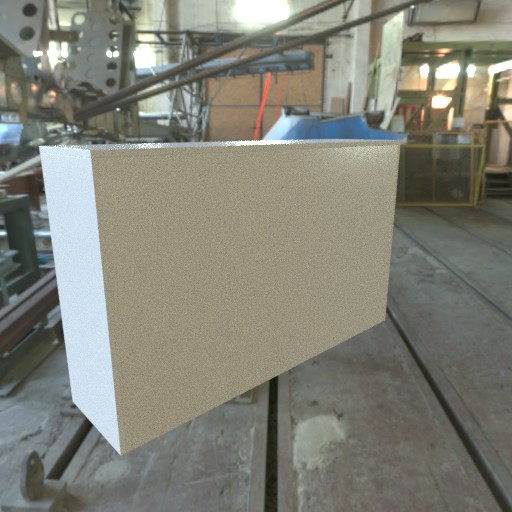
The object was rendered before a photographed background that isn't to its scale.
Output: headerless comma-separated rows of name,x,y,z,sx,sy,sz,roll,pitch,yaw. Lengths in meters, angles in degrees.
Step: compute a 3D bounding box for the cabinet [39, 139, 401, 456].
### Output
cabinet,0.000,0.000,1.814,1.450,0.900,0.380,-14,21,-41
